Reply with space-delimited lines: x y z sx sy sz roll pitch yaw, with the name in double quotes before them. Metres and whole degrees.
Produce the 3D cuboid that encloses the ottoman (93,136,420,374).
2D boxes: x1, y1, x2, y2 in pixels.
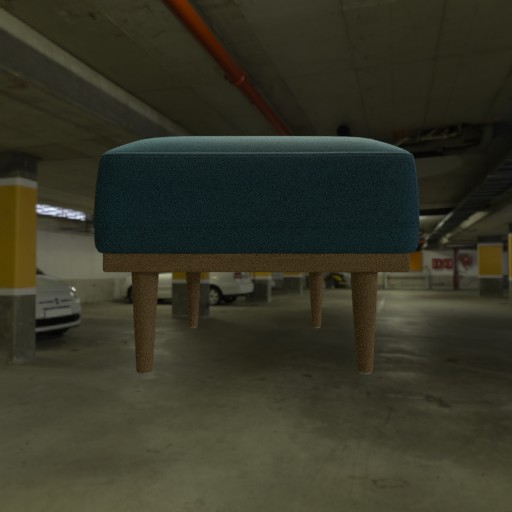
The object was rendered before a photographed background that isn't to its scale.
"ottoman" 0.000 0.000 1.082 0.549 0.428 0.749 0 -2 0
